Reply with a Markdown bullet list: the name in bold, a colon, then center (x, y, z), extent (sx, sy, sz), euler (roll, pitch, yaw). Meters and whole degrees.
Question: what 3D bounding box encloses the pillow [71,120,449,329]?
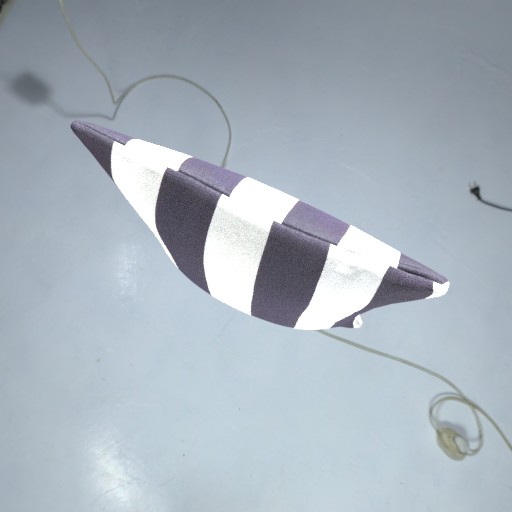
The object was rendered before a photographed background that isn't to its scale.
- **pillow**: center (0.000, 0.000, 0.804), extent (0.536, 0.526, 0.189), euler (23, 78, 5)
